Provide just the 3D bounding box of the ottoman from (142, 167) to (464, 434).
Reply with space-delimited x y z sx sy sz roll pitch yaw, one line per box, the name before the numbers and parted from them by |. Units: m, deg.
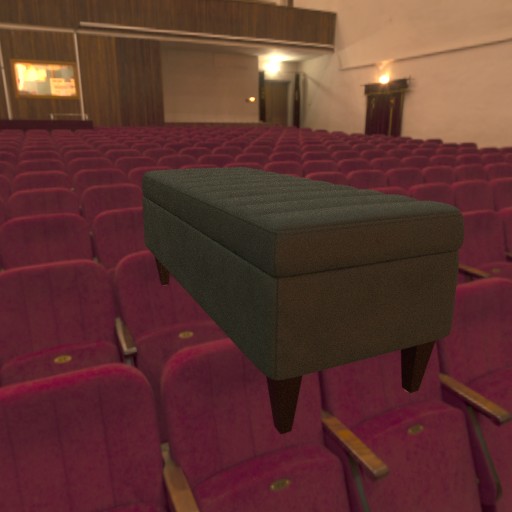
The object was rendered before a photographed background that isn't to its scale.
ottoman | 0.000 0.000 1.404 0.482 0.469 1.151 -7 17 -24
